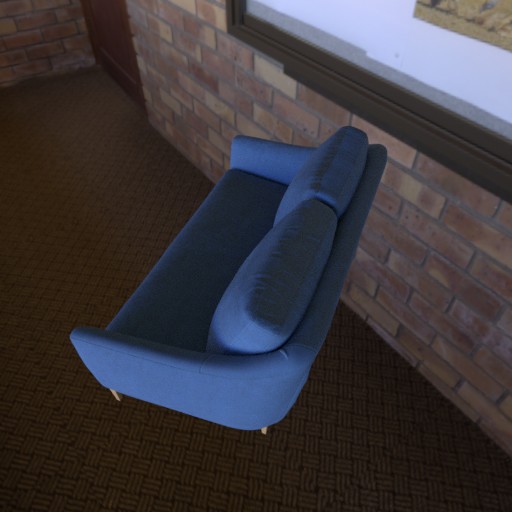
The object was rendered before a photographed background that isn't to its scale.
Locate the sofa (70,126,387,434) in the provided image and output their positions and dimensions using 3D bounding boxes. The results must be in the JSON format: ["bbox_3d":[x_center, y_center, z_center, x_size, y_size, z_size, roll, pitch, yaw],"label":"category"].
[{"bbox_3d":[0.000,0.000,2.219,0.960,0.902,1.619,16,48,15],"label":"sofa"}]
